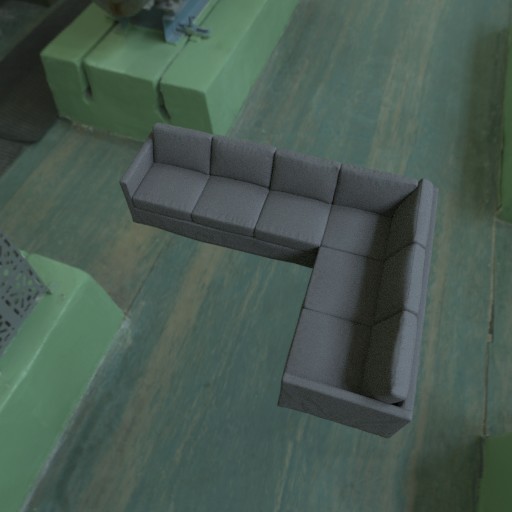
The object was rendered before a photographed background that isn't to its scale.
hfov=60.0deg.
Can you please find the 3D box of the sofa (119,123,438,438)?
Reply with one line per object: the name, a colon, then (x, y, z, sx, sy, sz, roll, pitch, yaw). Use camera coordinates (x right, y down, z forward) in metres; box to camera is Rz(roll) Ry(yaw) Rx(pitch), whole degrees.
sofa: (0.000, 0.000, 4.371, 3.182, 0.871, 2.432, 15, 58, 9)
